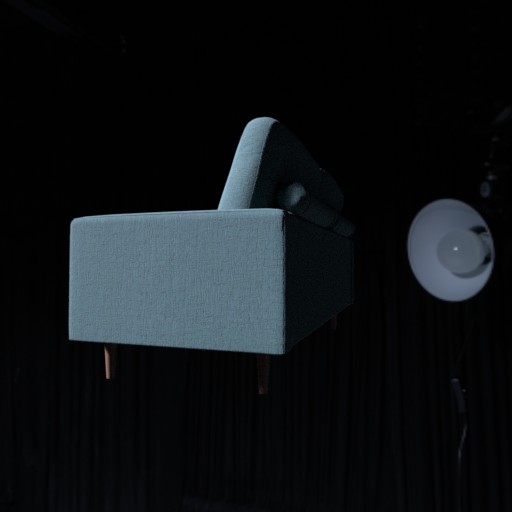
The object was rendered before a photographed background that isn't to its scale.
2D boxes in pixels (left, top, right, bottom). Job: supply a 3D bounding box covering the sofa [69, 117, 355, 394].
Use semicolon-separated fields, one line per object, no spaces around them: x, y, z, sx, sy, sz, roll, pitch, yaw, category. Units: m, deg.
0.000;0.000;2.570;0.966;1.050;2.010;0;-1;19;sofa
